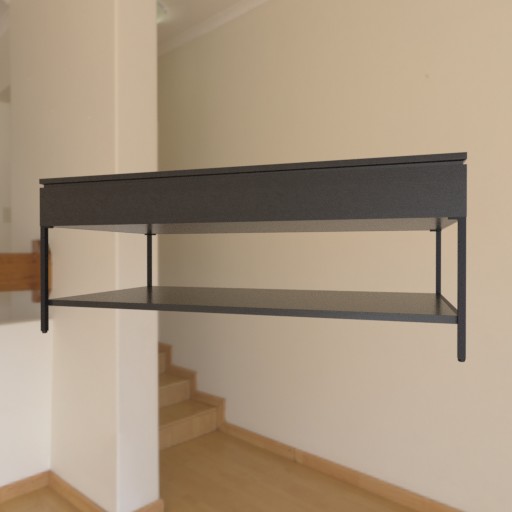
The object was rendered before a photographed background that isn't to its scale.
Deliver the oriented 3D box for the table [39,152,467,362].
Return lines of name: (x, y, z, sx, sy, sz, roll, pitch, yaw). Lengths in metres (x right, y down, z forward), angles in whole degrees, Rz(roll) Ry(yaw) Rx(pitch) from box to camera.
table: (0.000, 0.000, 1.352, 1.095, 0.435, 0.574, 0, 0, 18)
